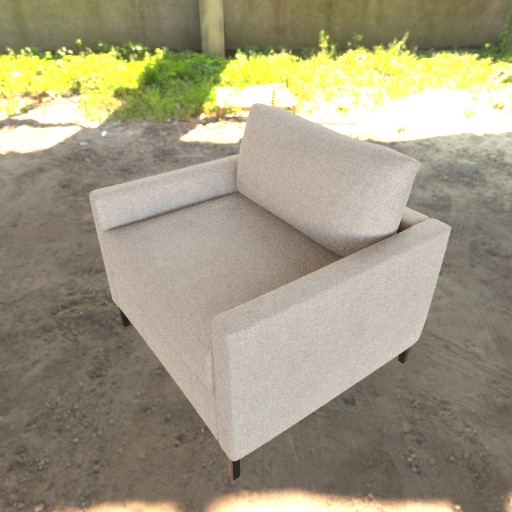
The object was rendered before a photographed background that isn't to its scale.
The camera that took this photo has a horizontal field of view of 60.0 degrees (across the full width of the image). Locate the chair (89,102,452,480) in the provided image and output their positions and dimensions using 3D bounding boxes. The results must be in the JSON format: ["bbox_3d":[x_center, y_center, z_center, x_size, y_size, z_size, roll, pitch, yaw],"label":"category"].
[{"bbox_3d":[0.000,0.000,1.597,0.866,0.861,0.963,-22,39,-30],"label":"chair"}]
